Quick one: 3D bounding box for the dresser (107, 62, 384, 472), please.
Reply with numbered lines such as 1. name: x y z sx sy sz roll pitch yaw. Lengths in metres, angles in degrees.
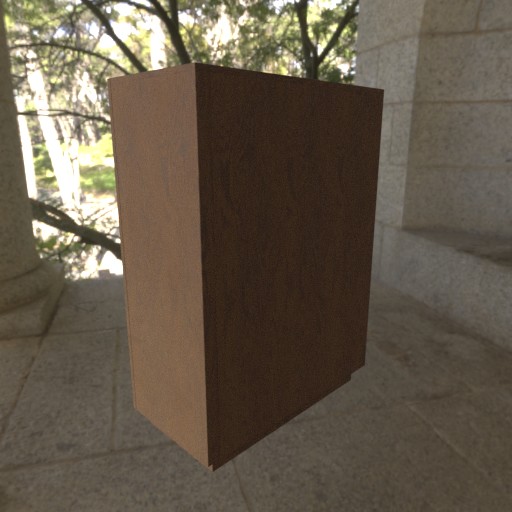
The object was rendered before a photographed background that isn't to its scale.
1. dresser: 0.000 0.000 1.824 0.516 1.320 0.964 15 21 43
